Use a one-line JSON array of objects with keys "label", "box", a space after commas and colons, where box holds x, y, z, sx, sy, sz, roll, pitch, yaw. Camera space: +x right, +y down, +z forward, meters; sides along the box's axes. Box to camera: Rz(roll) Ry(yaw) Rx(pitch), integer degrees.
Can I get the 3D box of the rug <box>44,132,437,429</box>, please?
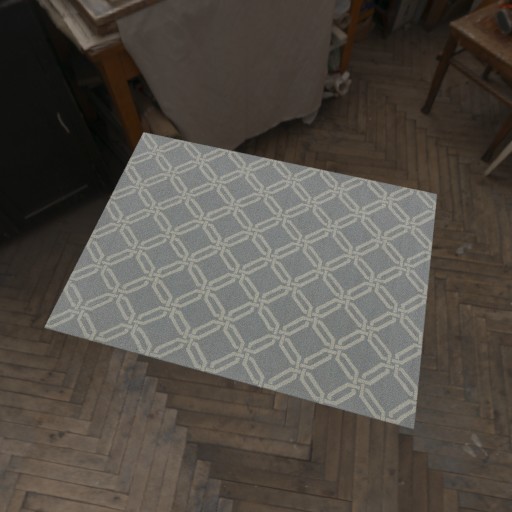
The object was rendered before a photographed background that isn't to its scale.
[{"label": "rug", "box": [0.000, 0.000, 4.397, 3.353, 0.013, 2.438, 13, 63, 7]}]
